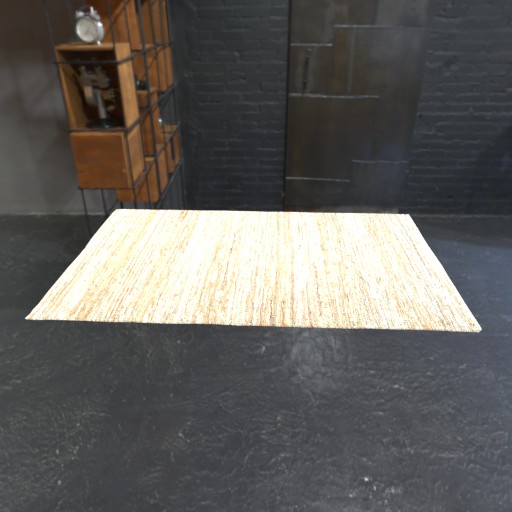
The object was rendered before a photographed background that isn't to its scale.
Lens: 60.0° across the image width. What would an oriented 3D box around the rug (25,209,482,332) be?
[{"bbox_3d":[0.000,0.000,3.022,2.446,0.009,1.529,1,29,2],"label":"rug"}]
